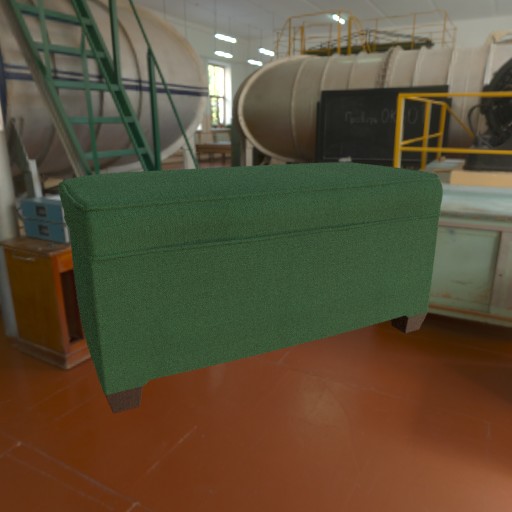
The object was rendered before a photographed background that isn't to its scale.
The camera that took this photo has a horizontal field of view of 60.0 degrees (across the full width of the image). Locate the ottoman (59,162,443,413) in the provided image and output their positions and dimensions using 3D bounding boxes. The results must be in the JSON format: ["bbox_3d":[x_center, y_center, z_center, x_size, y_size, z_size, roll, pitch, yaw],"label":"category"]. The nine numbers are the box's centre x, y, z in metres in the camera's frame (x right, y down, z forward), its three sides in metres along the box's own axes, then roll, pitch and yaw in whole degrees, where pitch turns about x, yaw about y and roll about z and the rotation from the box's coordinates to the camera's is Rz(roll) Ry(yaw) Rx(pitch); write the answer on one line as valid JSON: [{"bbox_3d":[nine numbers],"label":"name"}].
[{"bbox_3d":[0.000,0.000,1.244,0.957,0.471,0.483,-8,19,-26],"label":"ottoman"}]
